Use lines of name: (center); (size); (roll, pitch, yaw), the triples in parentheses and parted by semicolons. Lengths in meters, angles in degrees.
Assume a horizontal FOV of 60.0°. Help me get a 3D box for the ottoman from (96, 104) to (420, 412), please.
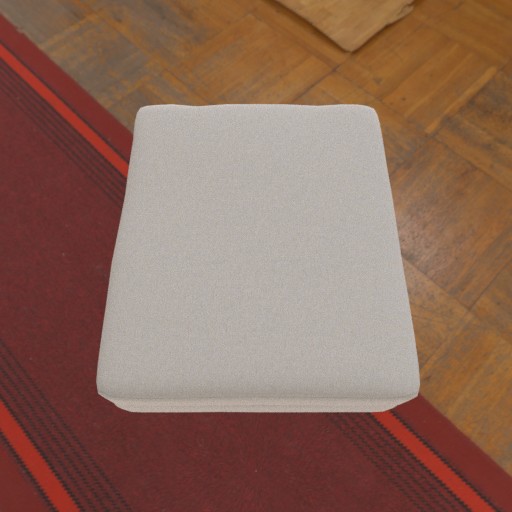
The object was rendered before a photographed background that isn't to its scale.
ottoman: (0.000, 0.000, 1.473); (0.836, 0.492, 0.976); (0, 64, 0)
